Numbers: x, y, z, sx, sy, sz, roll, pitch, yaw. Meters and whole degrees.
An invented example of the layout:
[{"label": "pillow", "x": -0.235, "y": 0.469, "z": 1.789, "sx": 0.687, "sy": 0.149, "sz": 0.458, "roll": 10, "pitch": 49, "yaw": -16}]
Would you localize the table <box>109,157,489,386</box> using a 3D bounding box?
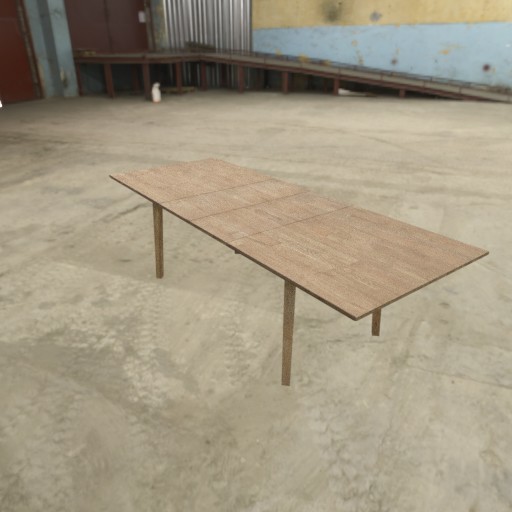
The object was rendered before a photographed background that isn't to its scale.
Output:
[{"label": "table", "x": 0.000, "y": 0.000, "z": 3.074, "sx": 1.000, "sy": 0.752, "sz": 2.603, "roll": -18, "pitch": 31, "yaw": -33}]
